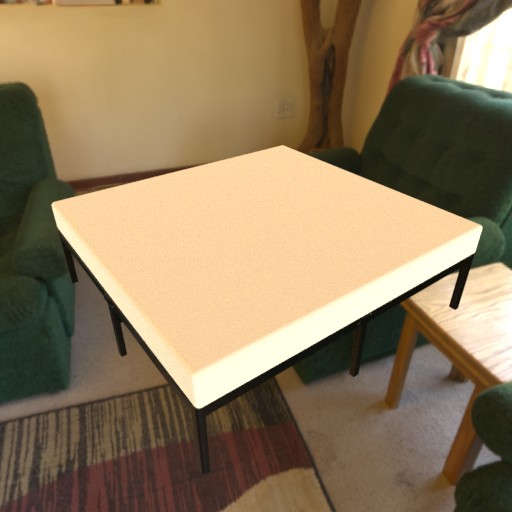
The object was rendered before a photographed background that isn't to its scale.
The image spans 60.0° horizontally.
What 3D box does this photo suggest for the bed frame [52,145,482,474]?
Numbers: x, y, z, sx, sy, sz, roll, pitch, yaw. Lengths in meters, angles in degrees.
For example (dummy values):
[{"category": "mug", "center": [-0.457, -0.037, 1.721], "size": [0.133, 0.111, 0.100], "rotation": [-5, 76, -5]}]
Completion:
[{"category": "bed frame", "center": [0.000, 0.000, 3.055], "size": [2.079, 0.659, 1.963], "rotation": [-22, 38, -30]}]
